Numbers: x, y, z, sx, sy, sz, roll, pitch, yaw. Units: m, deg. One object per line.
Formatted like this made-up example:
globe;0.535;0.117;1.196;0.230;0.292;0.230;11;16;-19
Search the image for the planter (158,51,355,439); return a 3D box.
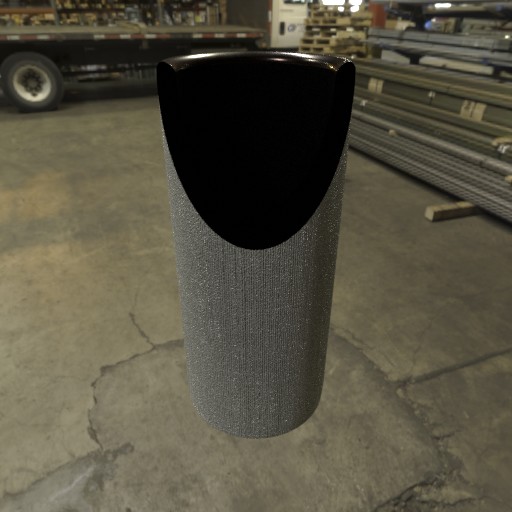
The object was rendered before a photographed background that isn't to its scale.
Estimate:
planter;0.000;0.000;0.127;0.045;0.103;0.045;-11;32;-19
